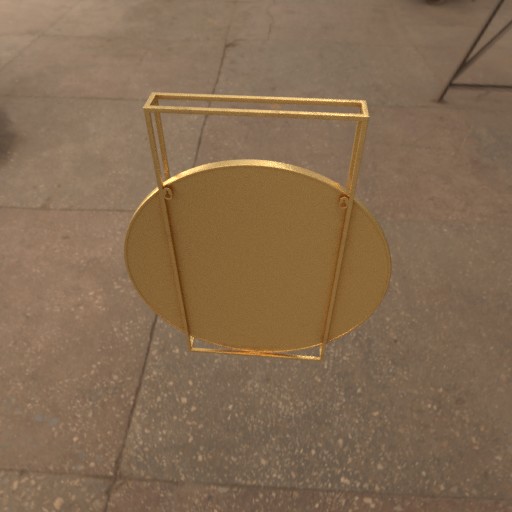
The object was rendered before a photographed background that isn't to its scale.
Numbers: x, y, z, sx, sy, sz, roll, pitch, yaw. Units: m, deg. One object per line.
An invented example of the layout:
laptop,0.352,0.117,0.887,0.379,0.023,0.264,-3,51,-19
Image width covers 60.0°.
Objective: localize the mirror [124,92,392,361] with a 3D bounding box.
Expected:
mirror,0.000,0.000,0.841,0.508,0.603,0.051,3,44,4
